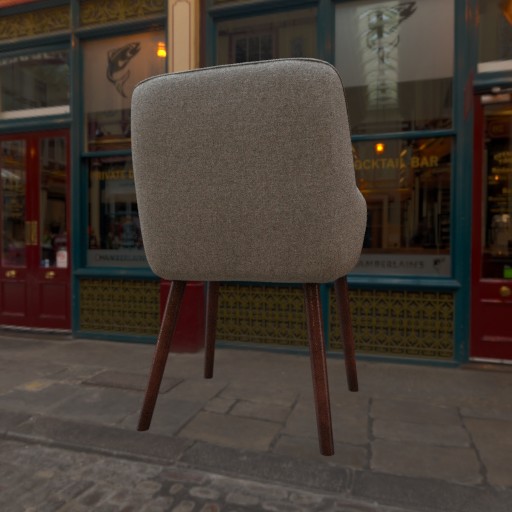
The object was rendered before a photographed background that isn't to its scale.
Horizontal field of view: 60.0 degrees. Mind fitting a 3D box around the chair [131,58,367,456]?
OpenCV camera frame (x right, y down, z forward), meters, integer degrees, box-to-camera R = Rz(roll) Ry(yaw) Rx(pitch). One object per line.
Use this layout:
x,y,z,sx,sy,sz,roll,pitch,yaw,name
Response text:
0.000,0.000,1.162,0.543,0.803,0.519,0,0,17,chair
